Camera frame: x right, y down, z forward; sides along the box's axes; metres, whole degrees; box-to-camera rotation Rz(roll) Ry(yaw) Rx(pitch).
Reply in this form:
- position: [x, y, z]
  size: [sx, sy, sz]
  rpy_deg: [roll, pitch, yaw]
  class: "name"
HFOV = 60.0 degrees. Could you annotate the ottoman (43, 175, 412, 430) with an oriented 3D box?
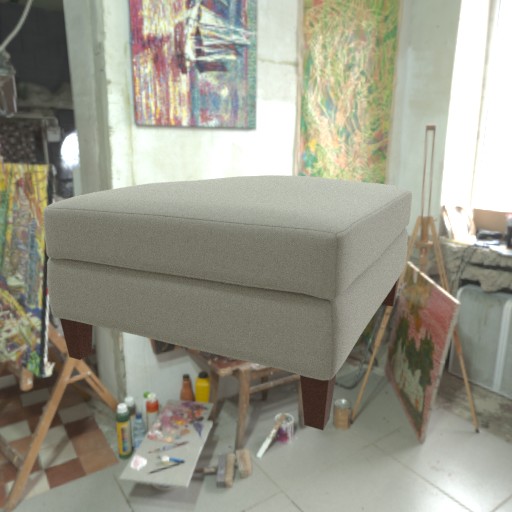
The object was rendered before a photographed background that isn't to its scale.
- position: [0.000, 0.000, 1.448]
  size: [0.836, 0.492, 0.976]
  rpy_deg: [7, 15, 26]
  class: "ottoman"
